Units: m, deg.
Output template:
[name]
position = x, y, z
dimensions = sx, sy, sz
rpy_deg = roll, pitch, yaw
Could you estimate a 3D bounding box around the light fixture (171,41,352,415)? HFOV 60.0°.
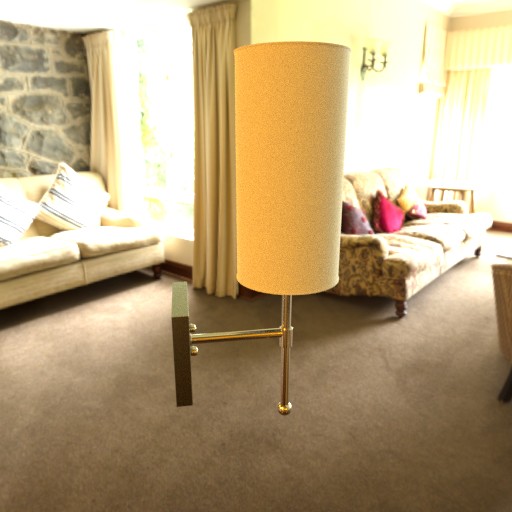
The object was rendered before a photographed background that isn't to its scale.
[light fixture]
position = 0.000, 0.000, 0.544
dimensions = 0.208, 0.462, 0.128
rpy_deg = -3, 17, -9
